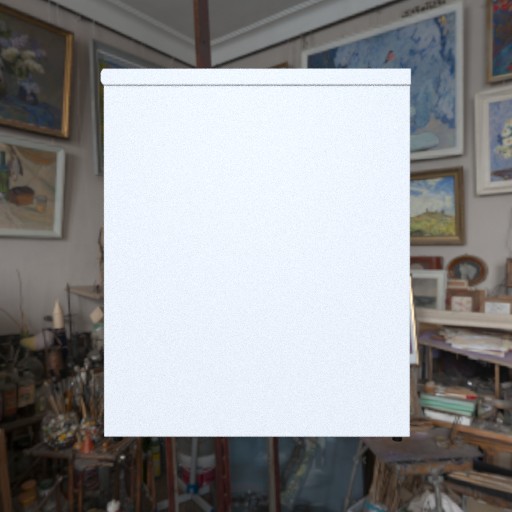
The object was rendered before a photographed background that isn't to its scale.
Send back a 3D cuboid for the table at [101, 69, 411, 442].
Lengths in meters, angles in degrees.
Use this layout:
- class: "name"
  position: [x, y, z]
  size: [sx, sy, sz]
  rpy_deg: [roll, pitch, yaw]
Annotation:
- class: "table"
  position: [0.000, 0.000, 0.753]
  size: [0.380, 0.460, 0.420]
  rpy_deg: [0, 0, 0]
